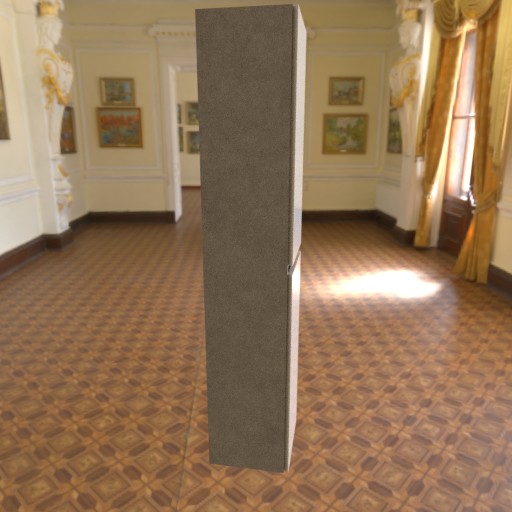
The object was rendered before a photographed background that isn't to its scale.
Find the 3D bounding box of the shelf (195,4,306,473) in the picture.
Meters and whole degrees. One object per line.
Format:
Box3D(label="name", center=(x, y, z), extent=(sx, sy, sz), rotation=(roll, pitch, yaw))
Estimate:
Box3D(label="shelf", center=(0.000, 0.000, 1.457), extent=(0.270, 1.400, 0.300), rotation=(3, 15, 10))
